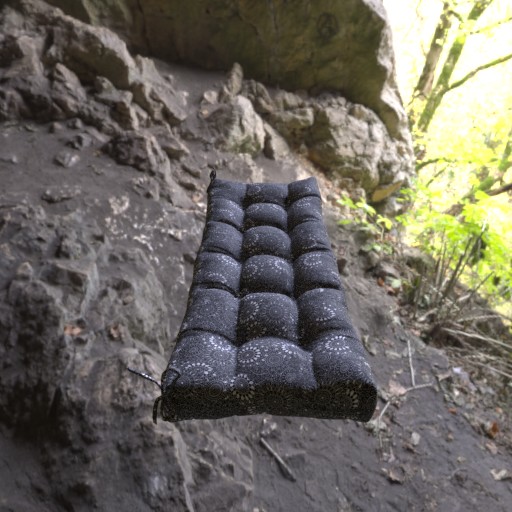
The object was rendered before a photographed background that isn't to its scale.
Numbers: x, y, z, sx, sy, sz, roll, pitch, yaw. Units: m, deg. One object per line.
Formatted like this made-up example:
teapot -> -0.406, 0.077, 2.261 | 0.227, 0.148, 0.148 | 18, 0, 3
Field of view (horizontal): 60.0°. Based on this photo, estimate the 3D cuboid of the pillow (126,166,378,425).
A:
pillow -> 0.000, 0.000, 1.364 | 0.511, 0.174, 1.194 | 0, 32, 0
